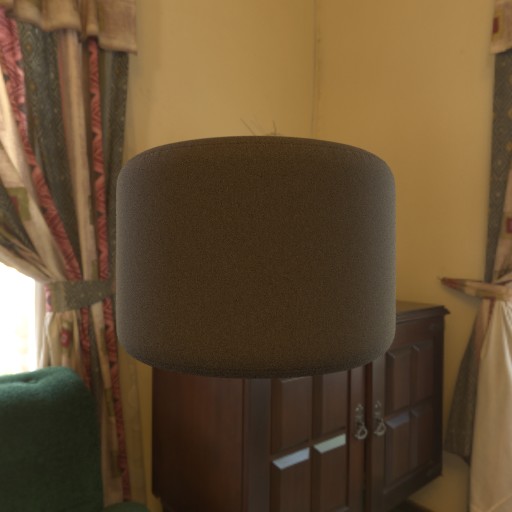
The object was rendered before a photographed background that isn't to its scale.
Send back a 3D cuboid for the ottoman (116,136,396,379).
[{"bbox_3d":[0.000,0.000,1.011,0.608,0.433,0.608,0,0,0],"label":"ottoman"}]
